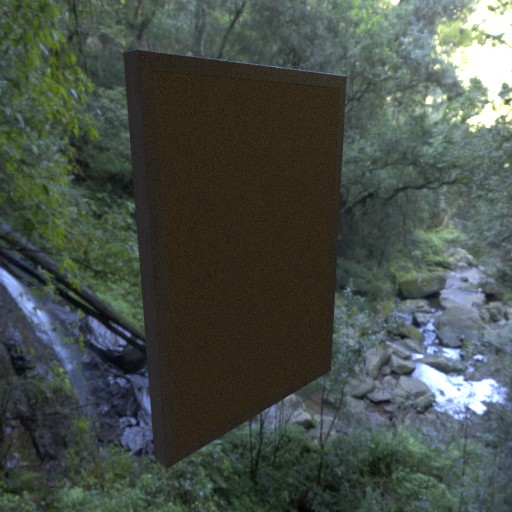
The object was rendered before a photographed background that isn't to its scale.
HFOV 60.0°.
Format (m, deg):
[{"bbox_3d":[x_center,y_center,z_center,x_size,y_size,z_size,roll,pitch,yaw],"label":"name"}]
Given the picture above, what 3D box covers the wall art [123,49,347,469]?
[{"bbox_3d":[0.000,0.000,0.642,0.356,0.509,0.031,-15,22,-42],"label":"wall art"}]
